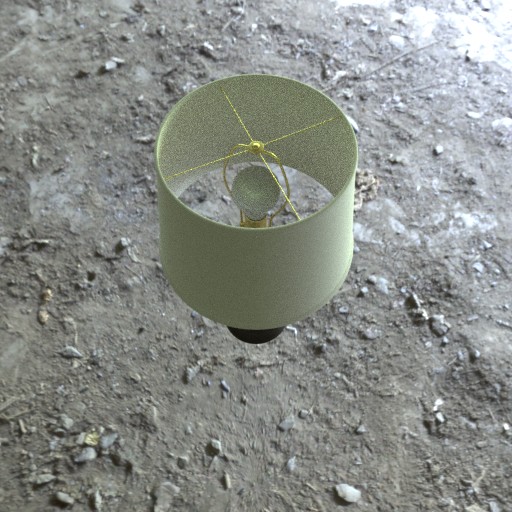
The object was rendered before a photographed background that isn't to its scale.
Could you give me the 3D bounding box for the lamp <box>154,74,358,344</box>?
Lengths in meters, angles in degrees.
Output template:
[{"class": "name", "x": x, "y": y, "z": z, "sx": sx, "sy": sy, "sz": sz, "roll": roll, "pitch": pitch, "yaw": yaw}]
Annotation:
[{"class": "lamp", "x": 0.000, "y": 0.000, "z": 0.831, "sx": 0.335, "sy": 0.611, "sz": 0.335, "roll": 0, "pitch": 62, "yaw": 0}]
